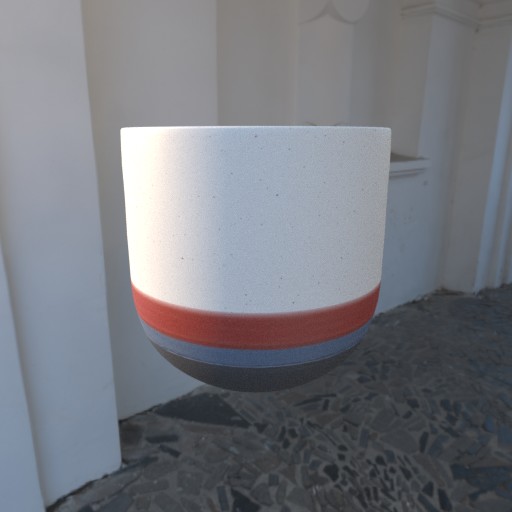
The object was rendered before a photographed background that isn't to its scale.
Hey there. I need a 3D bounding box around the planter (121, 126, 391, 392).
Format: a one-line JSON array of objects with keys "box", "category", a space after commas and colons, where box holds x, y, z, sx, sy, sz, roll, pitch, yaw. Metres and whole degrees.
[{"box": [0.000, 0.000, 0.488, 0.268, 0.270, 0.268, 0, 15, 0], "category": "planter"}]
